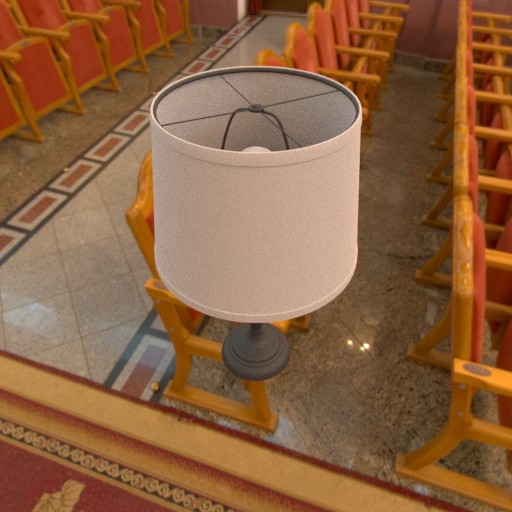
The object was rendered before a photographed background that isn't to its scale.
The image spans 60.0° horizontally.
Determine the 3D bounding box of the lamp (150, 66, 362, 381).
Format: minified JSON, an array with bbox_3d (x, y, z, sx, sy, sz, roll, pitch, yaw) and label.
[{"bbox_3d":[0.000,0.000,0.704,0.310,0.501,0.310,0,42,0],"label":"lamp"}]
